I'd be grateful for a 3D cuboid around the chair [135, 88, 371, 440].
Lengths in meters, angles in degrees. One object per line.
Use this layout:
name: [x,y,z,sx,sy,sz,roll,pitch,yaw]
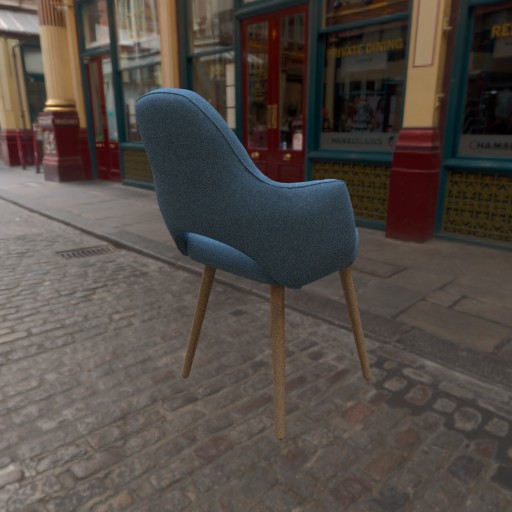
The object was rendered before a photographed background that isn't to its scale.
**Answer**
chair: [0.000,0.000,1.356,0.666,0.920,0.589,-14,21,-42]
